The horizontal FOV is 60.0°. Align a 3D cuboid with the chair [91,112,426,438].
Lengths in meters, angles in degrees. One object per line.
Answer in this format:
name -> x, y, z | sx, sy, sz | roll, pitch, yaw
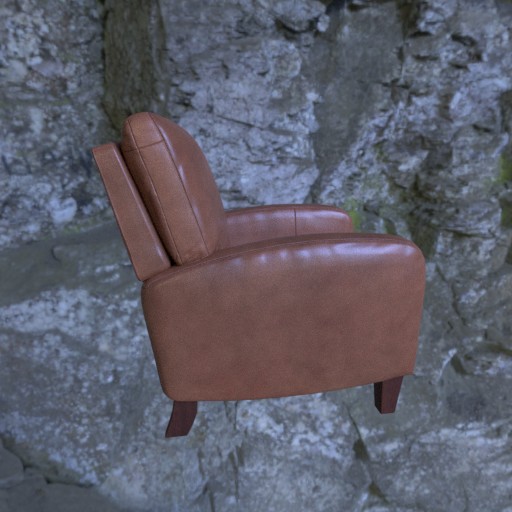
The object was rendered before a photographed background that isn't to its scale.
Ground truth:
chair -> 0.000, 0.000, 1.640 | 0.990, 0.990, 0.762 | -3, 16, -9
